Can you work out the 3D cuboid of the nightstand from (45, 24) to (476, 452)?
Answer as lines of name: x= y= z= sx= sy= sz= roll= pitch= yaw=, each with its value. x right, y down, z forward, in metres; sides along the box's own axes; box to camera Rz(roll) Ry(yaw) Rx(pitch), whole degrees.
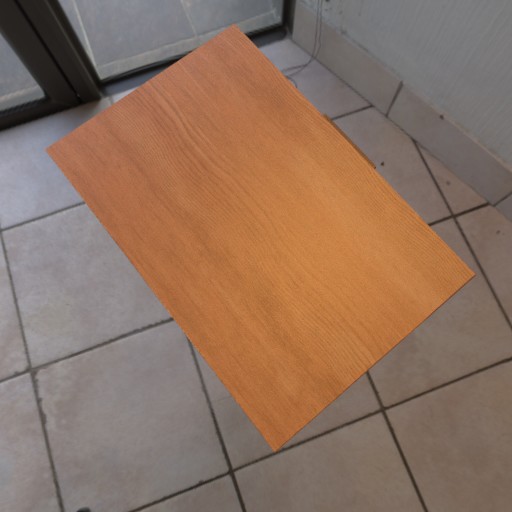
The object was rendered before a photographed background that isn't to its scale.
nightstand: x=0.000 y=0.000 z=1.021 sx=0.427 sy=0.615 sz=0.613 roll=-38 pitch=78 yaw=-9
